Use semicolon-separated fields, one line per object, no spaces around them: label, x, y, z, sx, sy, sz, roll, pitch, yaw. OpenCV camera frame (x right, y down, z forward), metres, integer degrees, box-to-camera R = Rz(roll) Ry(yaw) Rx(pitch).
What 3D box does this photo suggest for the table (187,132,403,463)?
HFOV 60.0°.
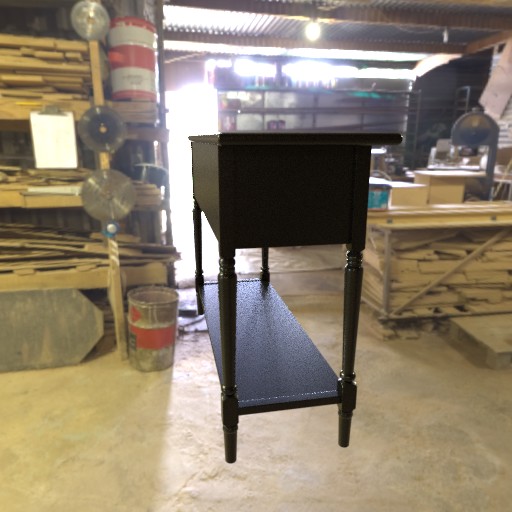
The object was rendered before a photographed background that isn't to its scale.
table;0.000;0.000;1.550;0.386;0.819;1.191;-3;15;-11
